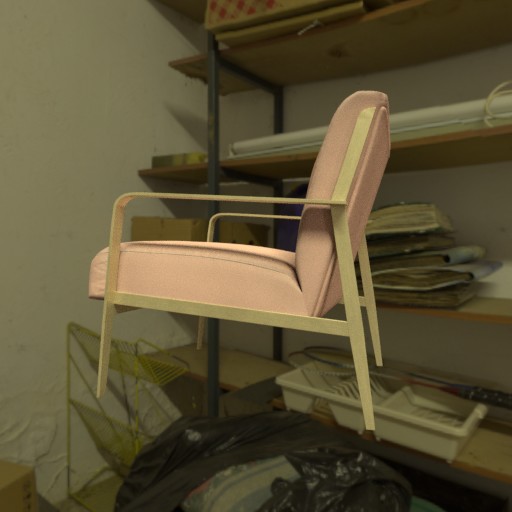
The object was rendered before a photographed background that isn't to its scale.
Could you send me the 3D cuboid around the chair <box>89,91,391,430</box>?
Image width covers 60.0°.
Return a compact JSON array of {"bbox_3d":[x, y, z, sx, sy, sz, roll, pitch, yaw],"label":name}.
[{"bbox_3d":[0.000,0.000,1.471,0.848,0.823,0.701,0,0,18],"label":"chair"}]
